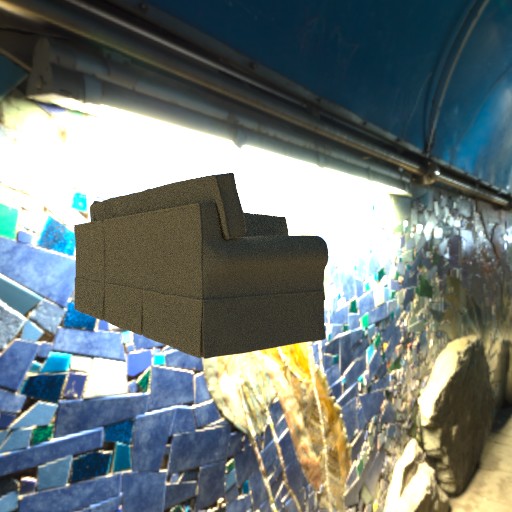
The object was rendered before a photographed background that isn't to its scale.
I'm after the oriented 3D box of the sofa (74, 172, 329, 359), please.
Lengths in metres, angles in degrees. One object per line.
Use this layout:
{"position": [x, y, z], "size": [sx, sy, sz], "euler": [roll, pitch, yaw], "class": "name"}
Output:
{"position": [0.000, 0.000, 4.111], "size": [2.597, 1.070, 2.591], "euler": [0, 1, -37], "class": "sofa"}
